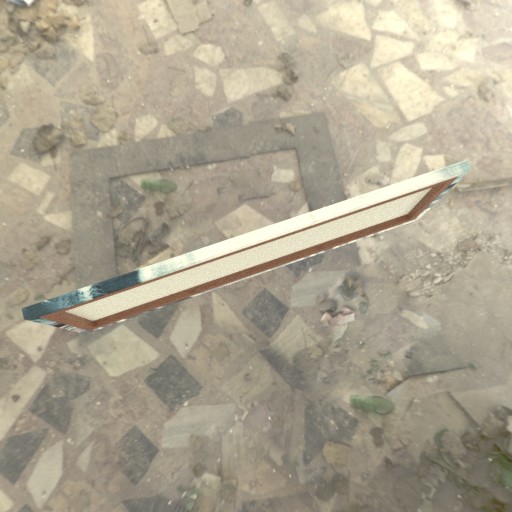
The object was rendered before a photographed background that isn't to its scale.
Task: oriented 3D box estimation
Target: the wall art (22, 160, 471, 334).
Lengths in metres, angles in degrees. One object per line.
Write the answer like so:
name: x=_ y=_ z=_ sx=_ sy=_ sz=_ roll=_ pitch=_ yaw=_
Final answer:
wall art: x=0.000 y=0.000 z=1.675 sx=1.524 sy=0.509 sz=0.037 roll=-19 pitch=76 yaw=-5
